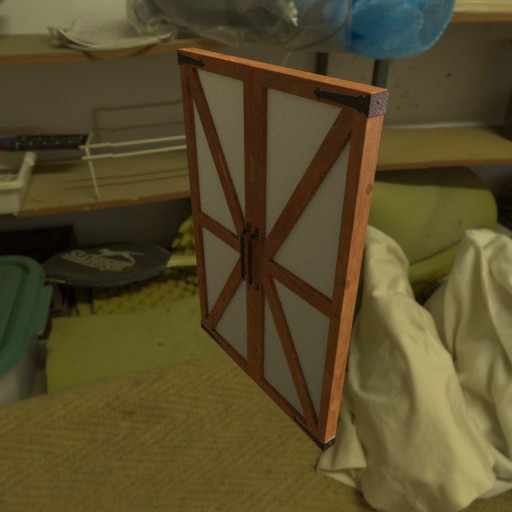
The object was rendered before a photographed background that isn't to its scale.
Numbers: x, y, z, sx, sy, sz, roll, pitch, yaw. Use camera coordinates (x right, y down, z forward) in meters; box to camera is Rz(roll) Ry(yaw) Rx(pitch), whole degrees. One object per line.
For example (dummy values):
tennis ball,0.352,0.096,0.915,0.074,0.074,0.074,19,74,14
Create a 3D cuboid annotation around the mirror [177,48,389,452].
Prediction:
mirror,0.000,0.000,0.951,0.053,0.761,0.517,-22,38,-31
